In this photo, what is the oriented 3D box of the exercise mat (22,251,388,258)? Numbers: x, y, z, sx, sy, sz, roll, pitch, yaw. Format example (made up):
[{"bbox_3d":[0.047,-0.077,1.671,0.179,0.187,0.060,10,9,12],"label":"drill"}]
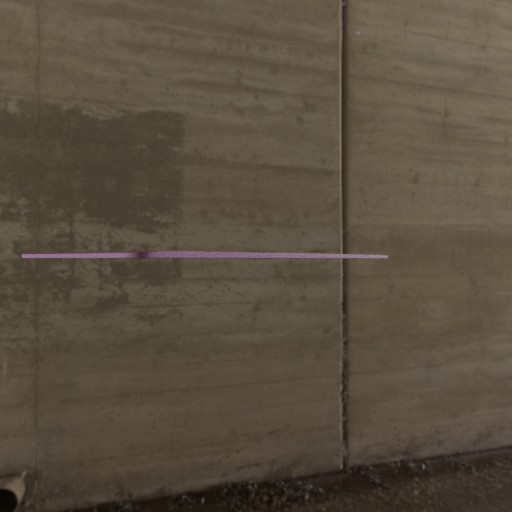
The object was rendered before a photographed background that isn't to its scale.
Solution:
[{"bbox_3d":[0.000,0.000,2.044,0.616,0.021,1.869,0,0,36],"label":"exercise mat"}]
